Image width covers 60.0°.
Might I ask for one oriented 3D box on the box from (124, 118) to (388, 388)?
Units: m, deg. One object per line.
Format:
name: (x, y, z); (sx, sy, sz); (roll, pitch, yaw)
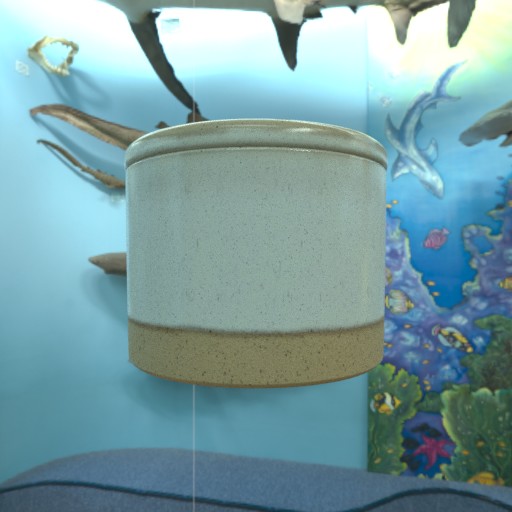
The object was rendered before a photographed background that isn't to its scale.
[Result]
box: (0.000, 0.000, 0.270); (0.154, 0.123, 0.154); (0, 0, 0)
